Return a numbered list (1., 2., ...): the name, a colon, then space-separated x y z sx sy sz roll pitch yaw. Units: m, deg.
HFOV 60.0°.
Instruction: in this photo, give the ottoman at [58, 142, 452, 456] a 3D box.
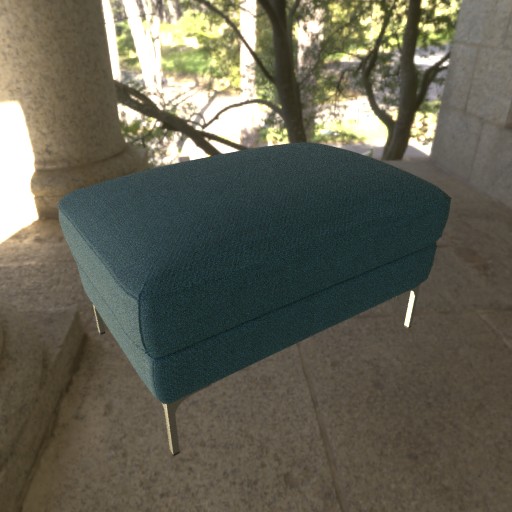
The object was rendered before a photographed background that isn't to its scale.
1. ottoman: 0.000 0.000 1.185 0.856 0.498 0.563 -18 34 -30
